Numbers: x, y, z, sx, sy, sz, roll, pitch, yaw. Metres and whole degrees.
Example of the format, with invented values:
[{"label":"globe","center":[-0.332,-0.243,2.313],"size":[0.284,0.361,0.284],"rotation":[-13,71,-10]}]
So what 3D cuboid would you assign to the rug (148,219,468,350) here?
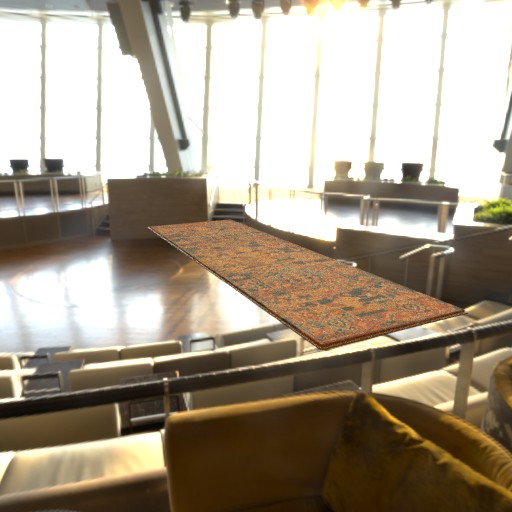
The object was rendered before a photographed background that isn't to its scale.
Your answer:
[{"label":"rug","center":[0.000,0.000,2.032],"size":[0.556,0.013,1.820],"rotation":[-7,16,-26]}]
